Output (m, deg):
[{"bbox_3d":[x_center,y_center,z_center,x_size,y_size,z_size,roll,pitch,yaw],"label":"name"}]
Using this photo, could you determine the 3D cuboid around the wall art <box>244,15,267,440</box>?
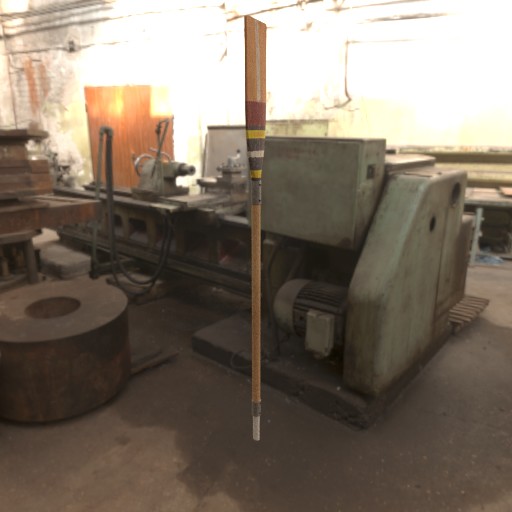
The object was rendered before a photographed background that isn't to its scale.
[{"bbox_3d":[0.000,0.000,1.610,0.038,1.556,0.146,7,17,25],"label":"wall art"}]
